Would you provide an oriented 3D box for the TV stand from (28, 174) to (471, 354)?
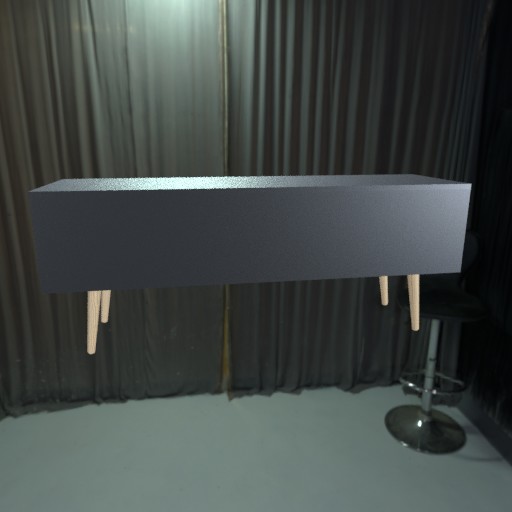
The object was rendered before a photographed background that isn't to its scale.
[{"bbox_3d":[0.000,0.000,1.548,1.312,0.518,0.390,-2,15,-9],"label":"TV stand"}]
